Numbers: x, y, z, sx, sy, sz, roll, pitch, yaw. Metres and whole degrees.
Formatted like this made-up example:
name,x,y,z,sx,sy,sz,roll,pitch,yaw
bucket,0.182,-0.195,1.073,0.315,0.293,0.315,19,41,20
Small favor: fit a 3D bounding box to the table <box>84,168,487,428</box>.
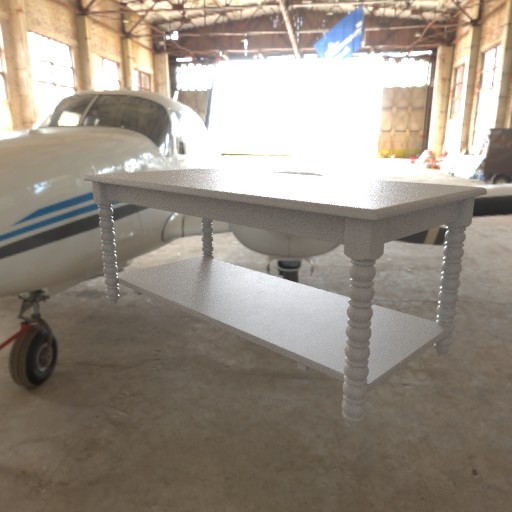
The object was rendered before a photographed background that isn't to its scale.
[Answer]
name,x,y,z,sx,sy,sz,roll,pitch,yaw
table,0.000,0.000,1.439,1.171,0.487,0.580,14,20,43
